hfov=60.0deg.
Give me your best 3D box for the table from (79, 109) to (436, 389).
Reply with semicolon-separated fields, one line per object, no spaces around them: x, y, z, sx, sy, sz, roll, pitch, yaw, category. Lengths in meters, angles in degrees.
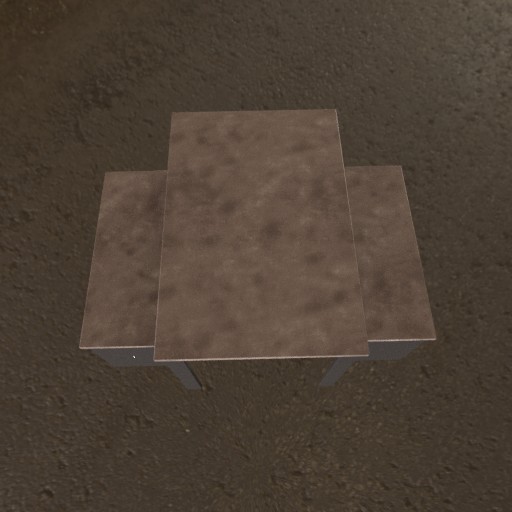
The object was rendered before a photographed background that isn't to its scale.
0.000;0.000;2.051;1.443;0.700;1.100;-1;64;-1;table
